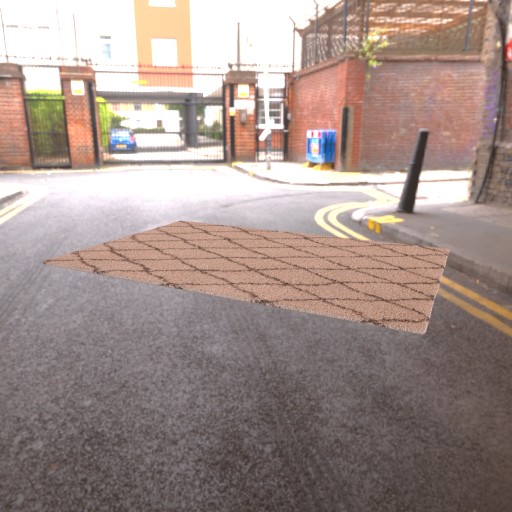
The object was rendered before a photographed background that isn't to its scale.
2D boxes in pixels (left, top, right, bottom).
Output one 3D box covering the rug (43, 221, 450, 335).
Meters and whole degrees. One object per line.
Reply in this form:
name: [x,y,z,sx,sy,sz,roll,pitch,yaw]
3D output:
rug: [0.000,0.000,3.531,2.743,0.030,1.778,8,17,25]
